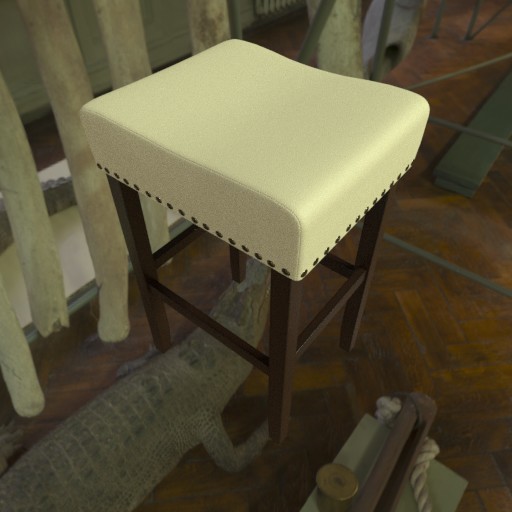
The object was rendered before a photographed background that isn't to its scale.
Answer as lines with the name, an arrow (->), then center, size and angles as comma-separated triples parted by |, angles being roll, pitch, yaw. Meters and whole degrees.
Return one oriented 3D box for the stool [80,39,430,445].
stool -> 0.000, 0.000, 1.017 | 0.471, 0.762, 0.401 | 30, 52, 26
